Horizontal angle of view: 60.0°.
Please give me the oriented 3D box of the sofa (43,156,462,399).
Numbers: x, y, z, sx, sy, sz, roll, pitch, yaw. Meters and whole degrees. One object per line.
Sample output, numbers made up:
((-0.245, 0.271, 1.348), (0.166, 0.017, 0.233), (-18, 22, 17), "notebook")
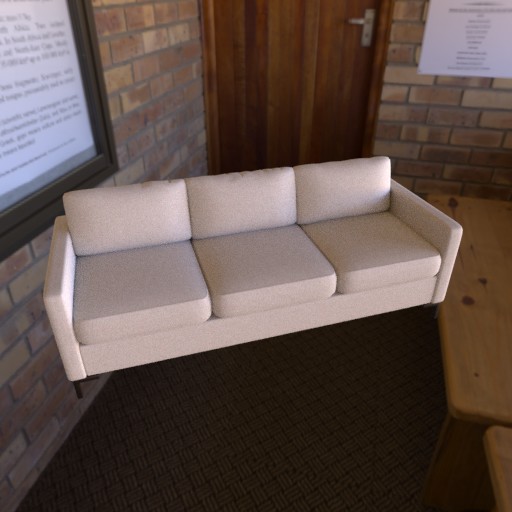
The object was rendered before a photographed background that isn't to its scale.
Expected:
((0.000, 0.000, 2.661), (2.218, 0.874, 0.859), (-9, 33, -15), "sofa")
